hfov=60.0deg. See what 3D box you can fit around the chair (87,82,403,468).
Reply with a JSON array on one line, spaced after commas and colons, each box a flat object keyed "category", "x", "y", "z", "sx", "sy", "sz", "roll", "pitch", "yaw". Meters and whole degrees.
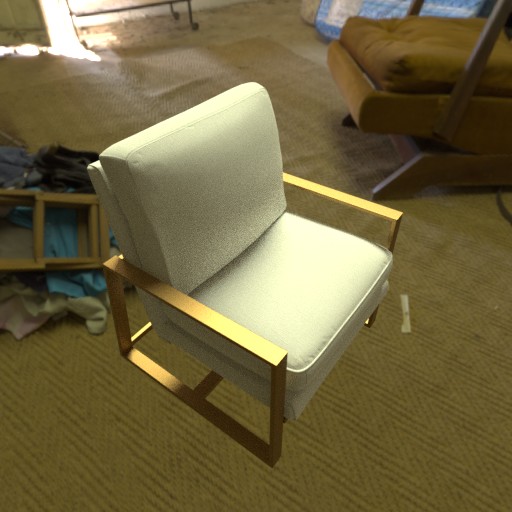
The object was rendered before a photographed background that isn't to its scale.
[{"category": "chair", "x": 0.000, "y": 0.000, "z": 1.581, "sx": 0.813, "sy": 0.966, "sz": 0.805, "roll": 26, "pitch": 48, "yaw": 26}]
